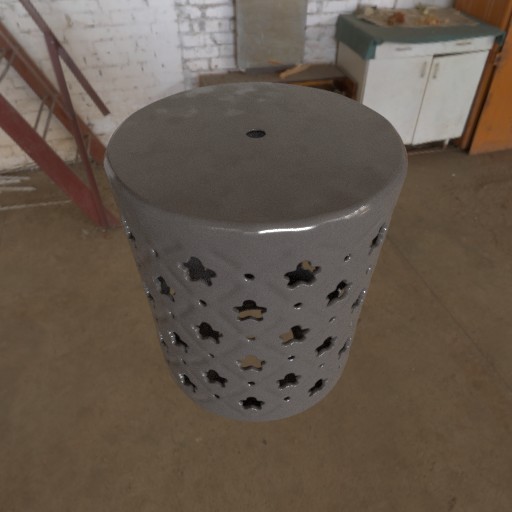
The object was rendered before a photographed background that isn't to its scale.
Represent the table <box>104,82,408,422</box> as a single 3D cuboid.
[{"bbox_3d":[0.000,0.000,0.648,0.352,0.387,0.352,0,42,0],"label":"table"}]
